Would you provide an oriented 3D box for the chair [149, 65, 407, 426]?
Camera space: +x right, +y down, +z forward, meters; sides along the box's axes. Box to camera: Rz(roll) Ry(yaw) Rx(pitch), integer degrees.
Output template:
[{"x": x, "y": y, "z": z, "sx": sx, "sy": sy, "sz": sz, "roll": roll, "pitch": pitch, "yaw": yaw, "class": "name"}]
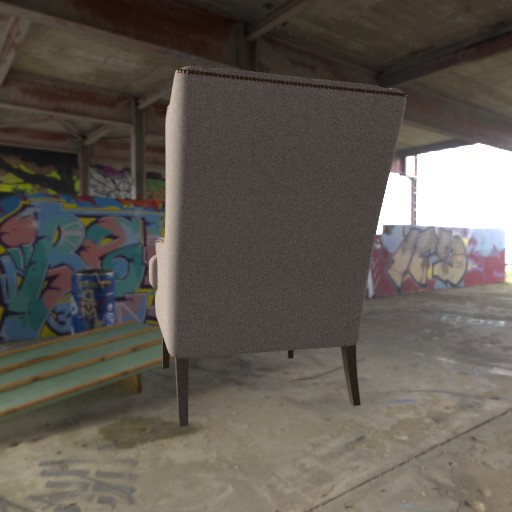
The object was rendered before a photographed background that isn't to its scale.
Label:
[{"x": 0.000, "y": 0.000, "z": 1.650, "sx": 0.737, "sy": 1.029, "sz": 0.940, "roll": -1, "pitch": 2, "yaw": -16, "class": "chair"}]
